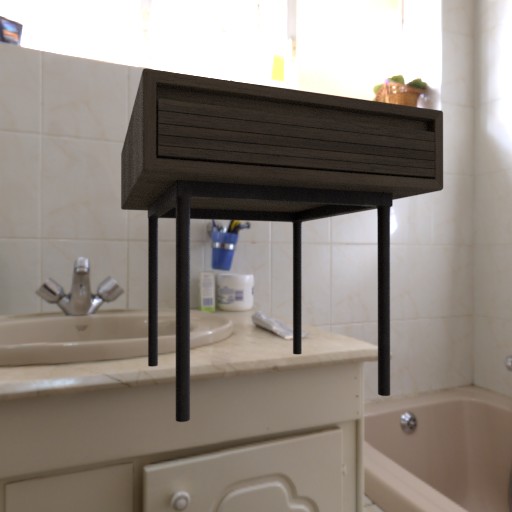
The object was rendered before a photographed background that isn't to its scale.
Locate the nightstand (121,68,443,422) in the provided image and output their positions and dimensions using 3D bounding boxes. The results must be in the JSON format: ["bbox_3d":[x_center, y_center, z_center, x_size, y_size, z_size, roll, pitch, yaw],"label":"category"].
[{"bbox_3d":[0.000,0.000,0.906,0.502,0.497,0.503,0,0,-20],"label":"nightstand"}]
